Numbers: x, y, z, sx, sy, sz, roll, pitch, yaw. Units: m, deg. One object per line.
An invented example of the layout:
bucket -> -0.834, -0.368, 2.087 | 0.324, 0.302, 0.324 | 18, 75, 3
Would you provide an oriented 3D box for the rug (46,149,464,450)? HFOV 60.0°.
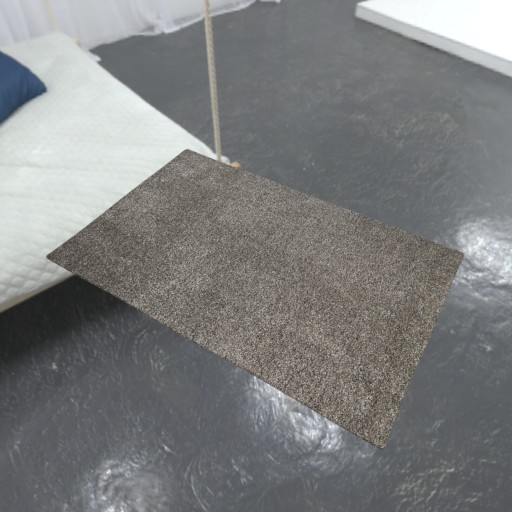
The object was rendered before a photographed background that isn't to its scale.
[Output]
rug -> 0.000, 0.000, 2.949 | 2.352, 0.025, 1.501 | 24, 51, 21
